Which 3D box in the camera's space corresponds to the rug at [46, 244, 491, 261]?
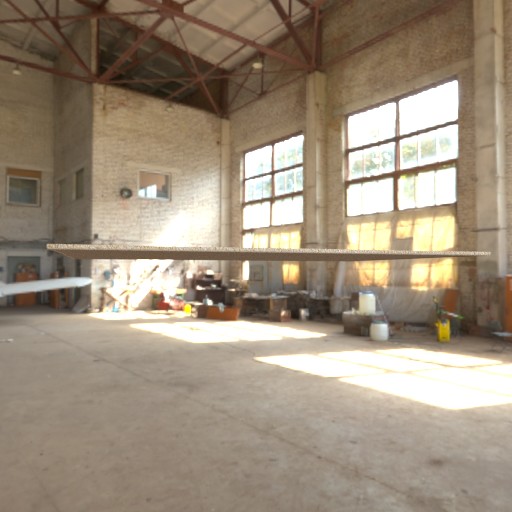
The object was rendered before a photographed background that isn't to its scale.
[{"bbox_3d":[0.000,0.000,3.376,2.699,0.025,1.800,1,-2,-19],"label":"rug"}]
